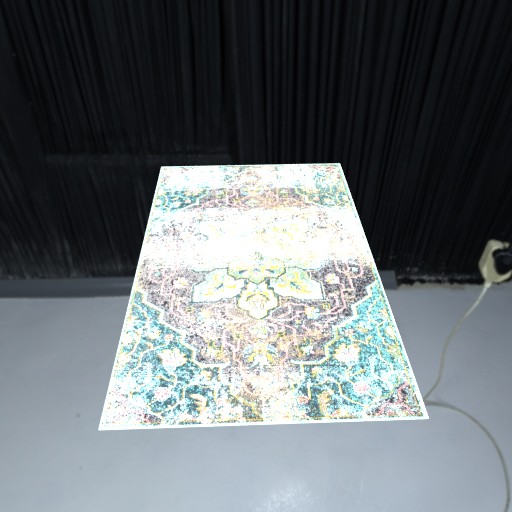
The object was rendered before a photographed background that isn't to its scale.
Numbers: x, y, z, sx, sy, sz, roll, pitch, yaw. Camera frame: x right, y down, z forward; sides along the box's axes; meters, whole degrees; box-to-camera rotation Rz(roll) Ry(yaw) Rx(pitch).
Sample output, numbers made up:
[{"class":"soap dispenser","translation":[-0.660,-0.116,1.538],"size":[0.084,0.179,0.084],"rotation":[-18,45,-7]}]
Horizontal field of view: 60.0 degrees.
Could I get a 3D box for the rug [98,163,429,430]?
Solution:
[{"class":"rug","translation":[0.000,0.000,2.913],"size":[1.566,0.004,2.363],"rotation":[-1,42,-1]}]
